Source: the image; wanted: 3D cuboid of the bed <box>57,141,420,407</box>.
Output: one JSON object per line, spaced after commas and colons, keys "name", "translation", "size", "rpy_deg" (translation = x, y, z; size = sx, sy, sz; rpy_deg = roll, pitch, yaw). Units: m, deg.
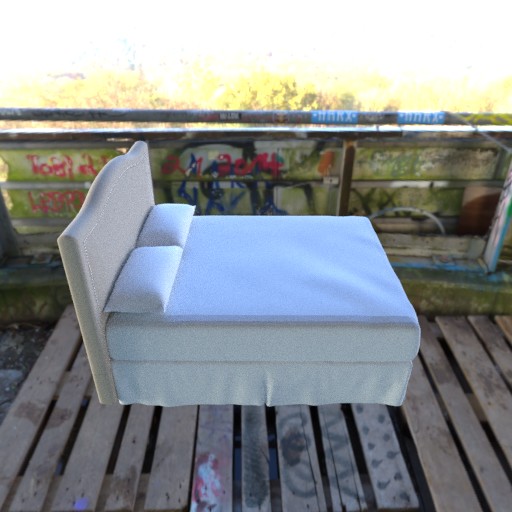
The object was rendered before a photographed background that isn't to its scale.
{"name": "bed", "translation": [0.000, 0.000, 3.275], "size": [2.052, 1.398, 1.678], "rpy_deg": [0, 31, 0]}
